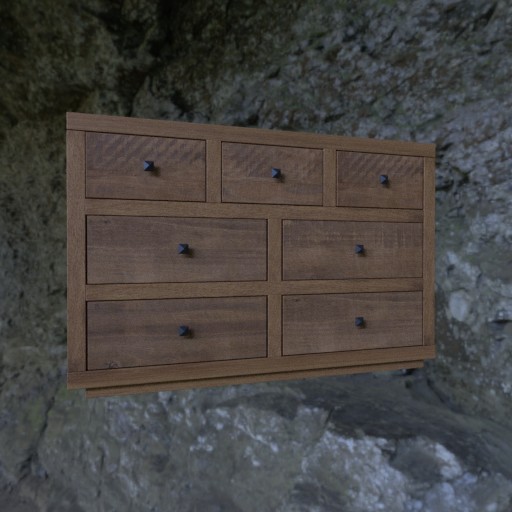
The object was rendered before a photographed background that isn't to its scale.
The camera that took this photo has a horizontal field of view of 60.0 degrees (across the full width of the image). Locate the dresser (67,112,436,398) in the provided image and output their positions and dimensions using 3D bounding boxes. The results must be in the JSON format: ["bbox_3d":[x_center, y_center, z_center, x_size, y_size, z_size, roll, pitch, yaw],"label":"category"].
[{"bbox_3d":[0.000,0.000,1.652,1.261,0.825,0.479,0,1,-17],"label":"dresser"}]
